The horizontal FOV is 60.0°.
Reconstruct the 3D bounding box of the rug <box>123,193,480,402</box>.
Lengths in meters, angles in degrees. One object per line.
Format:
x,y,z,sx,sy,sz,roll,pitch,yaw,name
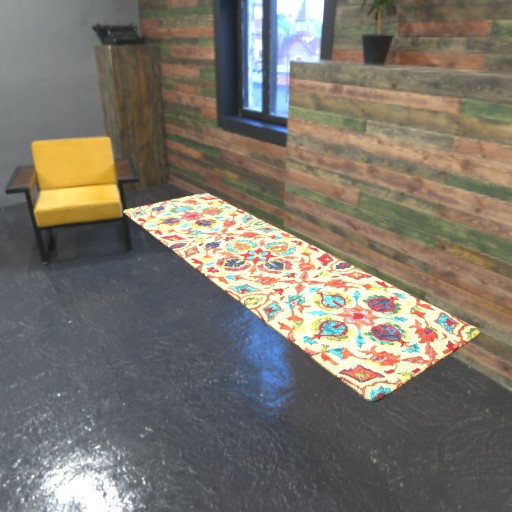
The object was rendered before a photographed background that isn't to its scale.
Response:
0.000,0.000,2.487,0.693,0.016,2.273,-18,31,-32,rug
